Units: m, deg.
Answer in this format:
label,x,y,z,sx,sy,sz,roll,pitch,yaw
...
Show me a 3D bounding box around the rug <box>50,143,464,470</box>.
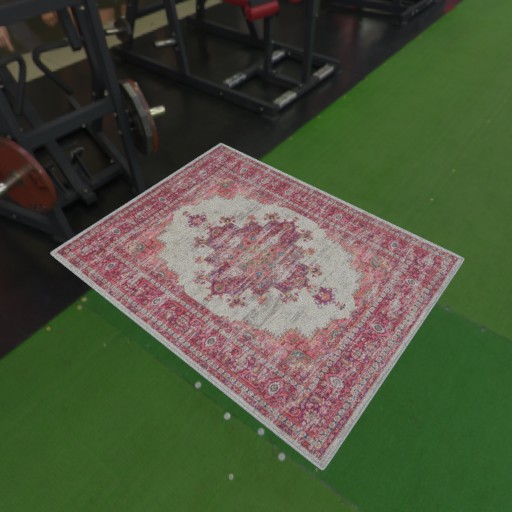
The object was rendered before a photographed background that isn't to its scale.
label,x,y,z,sx,sy,sz,roll,pitch,yaw
rug,0.000,0.000,4.224,3.123,0.017,2.447,31,54,25
